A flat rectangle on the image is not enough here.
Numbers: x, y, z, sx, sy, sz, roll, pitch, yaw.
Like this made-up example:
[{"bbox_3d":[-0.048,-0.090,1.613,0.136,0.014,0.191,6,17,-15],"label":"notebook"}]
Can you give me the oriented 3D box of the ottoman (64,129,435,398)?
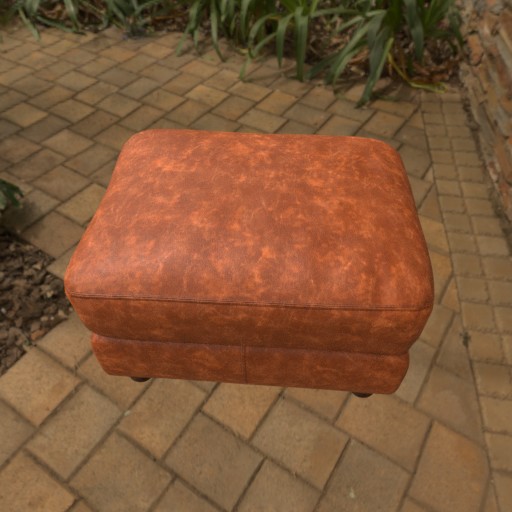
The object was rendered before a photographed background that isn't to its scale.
[{"bbox_3d":[0.000,0.000,1.256,0.832,0.562,0.657,3,47,3],"label":"ottoman"}]
